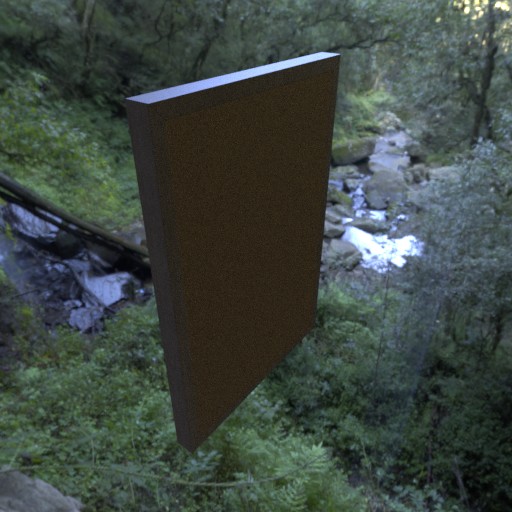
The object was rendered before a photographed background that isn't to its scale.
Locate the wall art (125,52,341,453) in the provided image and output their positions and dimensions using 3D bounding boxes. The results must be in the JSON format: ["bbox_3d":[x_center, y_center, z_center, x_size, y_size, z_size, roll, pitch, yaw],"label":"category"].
[{"bbox_3d":[0.000,0.000,0.652,0.031,0.509,0.356,22,39,31],"label":"wall art"}]
